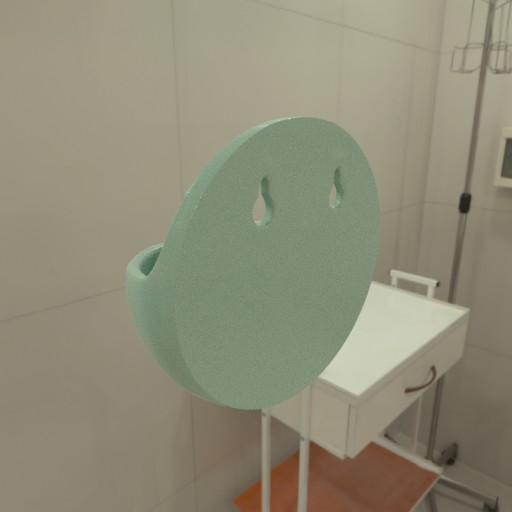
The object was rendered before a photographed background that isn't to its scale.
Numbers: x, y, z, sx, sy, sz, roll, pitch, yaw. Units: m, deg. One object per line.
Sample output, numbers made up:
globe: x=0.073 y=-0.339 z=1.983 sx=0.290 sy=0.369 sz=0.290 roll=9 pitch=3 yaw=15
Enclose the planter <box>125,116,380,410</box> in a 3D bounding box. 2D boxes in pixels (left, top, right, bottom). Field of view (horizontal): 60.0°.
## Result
planter: x=0.000 y=0.000 z=0.274 sx=0.073 sy=0.164 sz=0.189 roll=15 pitch=22 yaw=41
